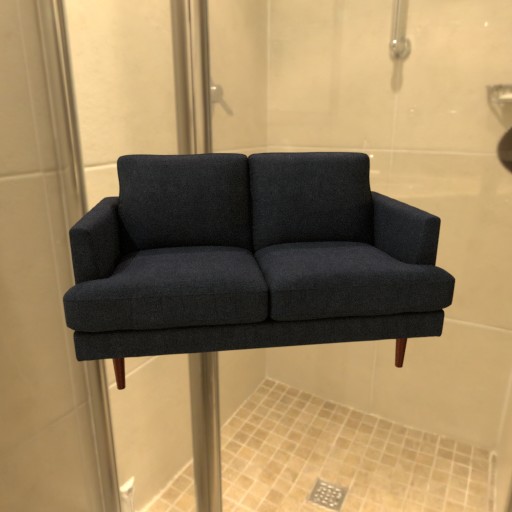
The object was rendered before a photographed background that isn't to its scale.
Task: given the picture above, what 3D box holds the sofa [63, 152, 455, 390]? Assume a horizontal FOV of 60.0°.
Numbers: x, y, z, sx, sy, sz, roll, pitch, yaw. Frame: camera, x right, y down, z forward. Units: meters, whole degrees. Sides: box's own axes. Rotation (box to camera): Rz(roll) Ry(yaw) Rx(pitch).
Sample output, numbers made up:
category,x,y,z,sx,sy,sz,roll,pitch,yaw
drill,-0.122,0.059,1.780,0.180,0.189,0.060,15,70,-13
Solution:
category,x,y,z,sx,sy,sz,roll,pitch,yaw
sofa,0.000,0.000,2.148,1.582,0.944,0.903,-2,17,-8
